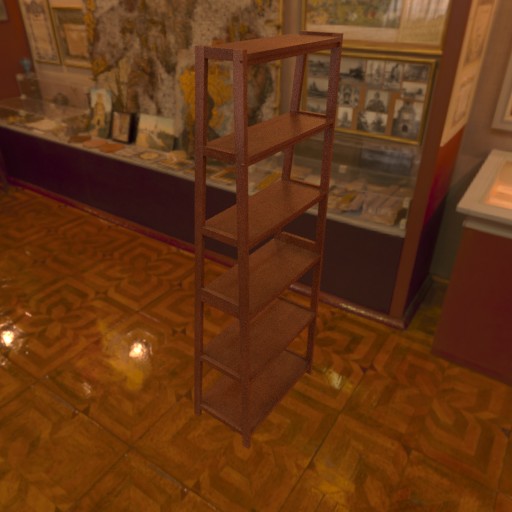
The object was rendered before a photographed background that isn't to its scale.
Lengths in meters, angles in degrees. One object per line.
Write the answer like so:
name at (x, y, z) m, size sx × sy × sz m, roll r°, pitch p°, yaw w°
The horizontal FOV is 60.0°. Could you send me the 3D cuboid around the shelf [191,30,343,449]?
shelf at (0.000, 0.000, 2.126) m, size 0.382 × 1.892 × 0.660 m, roll 21°, pitch 37°, yaw 30°
